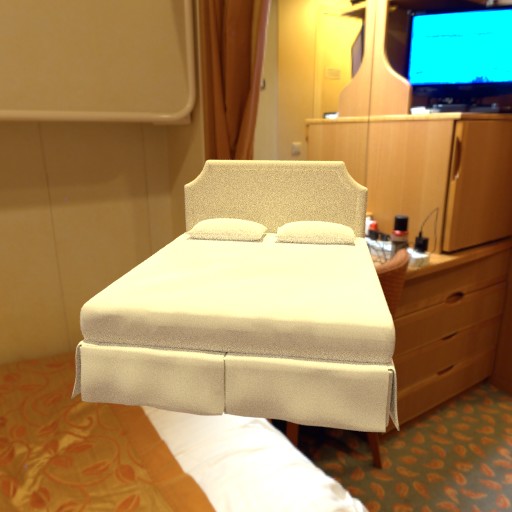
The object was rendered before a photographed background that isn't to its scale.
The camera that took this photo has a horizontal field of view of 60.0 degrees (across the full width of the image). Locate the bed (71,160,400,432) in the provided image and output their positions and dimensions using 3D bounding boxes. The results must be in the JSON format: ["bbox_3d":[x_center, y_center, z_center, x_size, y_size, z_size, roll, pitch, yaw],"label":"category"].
[{"bbox_3d":[0.000,0.000,4.161,2.350,1.590,2.773,2,16,9],"label":"bed"}]
